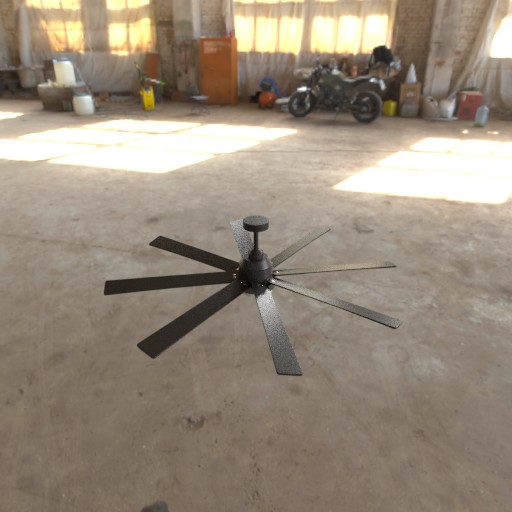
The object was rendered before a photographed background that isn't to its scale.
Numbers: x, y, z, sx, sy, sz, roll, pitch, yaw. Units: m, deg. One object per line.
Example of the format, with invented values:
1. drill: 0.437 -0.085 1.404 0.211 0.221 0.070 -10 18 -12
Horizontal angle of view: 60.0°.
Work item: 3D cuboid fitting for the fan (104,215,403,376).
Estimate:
1. fan: 0.000 0.000 2.715 1.830 0.472 1.830 18 32 31
